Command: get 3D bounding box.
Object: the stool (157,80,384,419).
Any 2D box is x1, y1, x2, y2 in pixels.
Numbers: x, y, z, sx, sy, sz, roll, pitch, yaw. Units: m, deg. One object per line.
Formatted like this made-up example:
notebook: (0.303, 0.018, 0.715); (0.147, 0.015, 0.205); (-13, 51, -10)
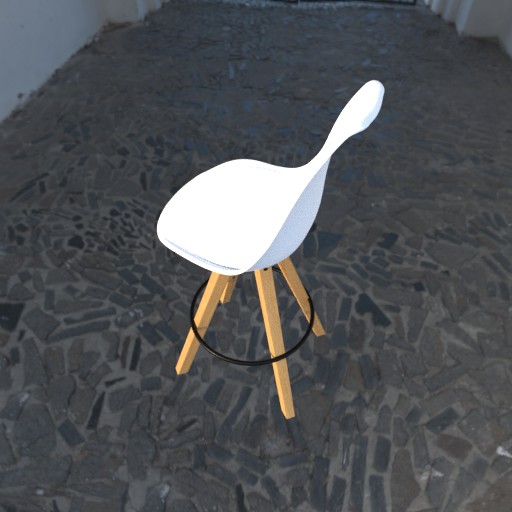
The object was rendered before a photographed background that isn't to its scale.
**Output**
stool: (0.000, 0.000, 1.376); (0.549, 1.115, 0.482); (17, 49, 16)
